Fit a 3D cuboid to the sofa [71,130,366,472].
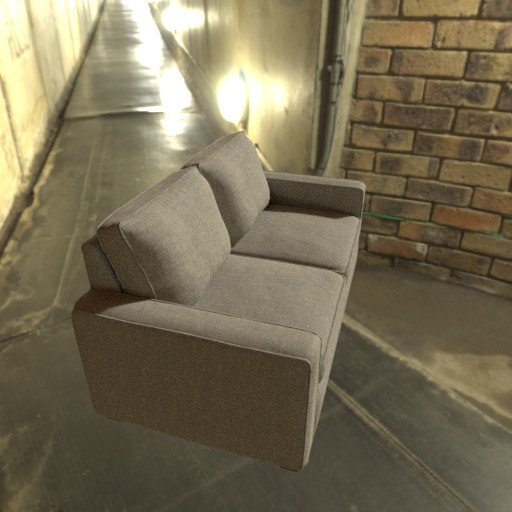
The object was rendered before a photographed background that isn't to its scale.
[{"bbox_3d":[0.000,0.000,2.272,0.945,0.915,1.706,9,31,15],"label":"sofa"}]
